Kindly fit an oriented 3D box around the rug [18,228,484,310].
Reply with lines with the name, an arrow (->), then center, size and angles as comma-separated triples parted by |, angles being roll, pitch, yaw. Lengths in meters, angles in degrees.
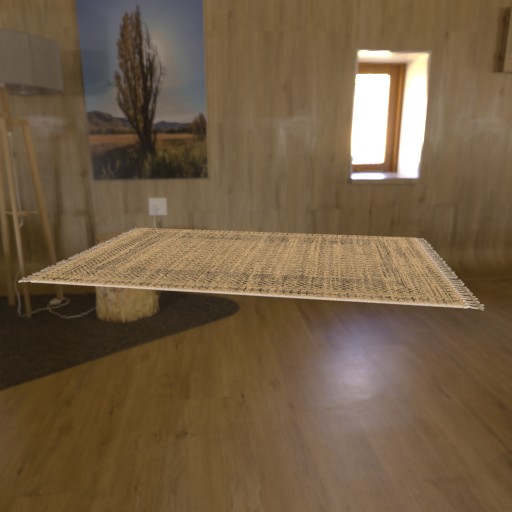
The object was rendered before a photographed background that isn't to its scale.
rug -> 0.000, 0.000, 3.021 | 2.486, 0.013, 1.548 | 3, 15, 10
